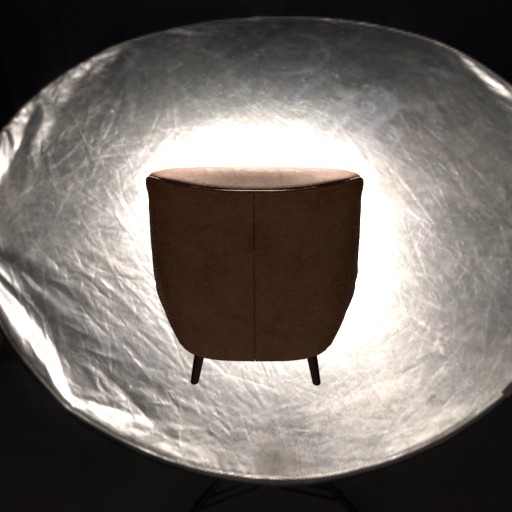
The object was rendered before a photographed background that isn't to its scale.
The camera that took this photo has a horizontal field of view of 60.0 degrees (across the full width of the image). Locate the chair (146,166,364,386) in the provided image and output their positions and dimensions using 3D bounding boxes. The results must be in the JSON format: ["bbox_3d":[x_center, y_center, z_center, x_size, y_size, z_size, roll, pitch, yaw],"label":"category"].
[{"bbox_3d":[0.000,0.000,1.529,0.753,0.883,0.851,0,31,1],"label":"chair"}]
